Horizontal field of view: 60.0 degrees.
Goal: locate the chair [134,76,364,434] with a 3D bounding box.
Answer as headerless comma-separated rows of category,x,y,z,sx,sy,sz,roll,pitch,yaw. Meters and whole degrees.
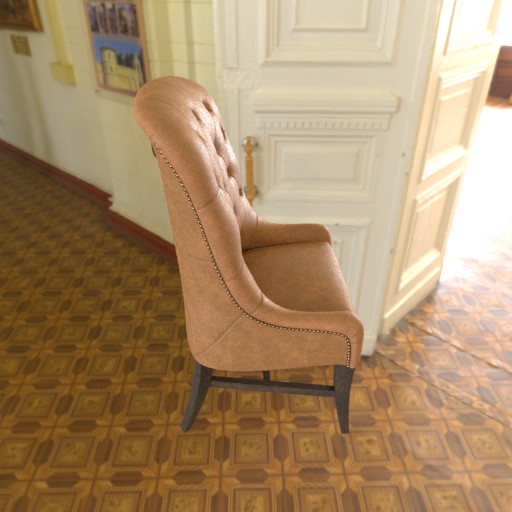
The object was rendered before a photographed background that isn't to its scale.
chair,0.000,0.000,1.470,0.629,1.091,0.634,-1,32,-1
